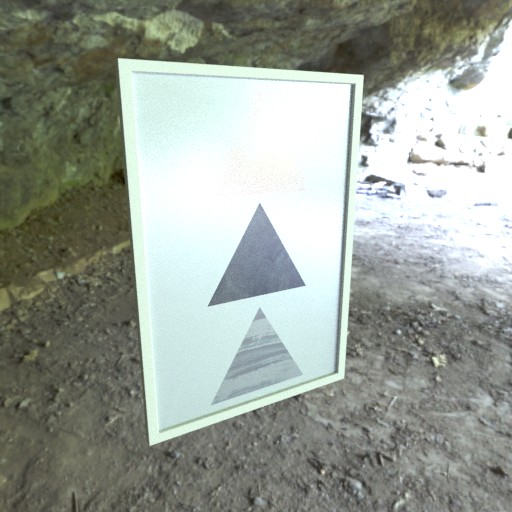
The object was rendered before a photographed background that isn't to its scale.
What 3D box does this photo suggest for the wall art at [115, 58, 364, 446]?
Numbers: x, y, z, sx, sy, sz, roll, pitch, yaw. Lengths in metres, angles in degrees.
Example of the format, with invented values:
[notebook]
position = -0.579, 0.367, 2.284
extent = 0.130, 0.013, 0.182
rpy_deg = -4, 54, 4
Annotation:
[wall art]
position = 0.000, 0.000, 0.552
extent = 0.303, 0.433, 0.013
rpy_deg = -9, 19, -28
